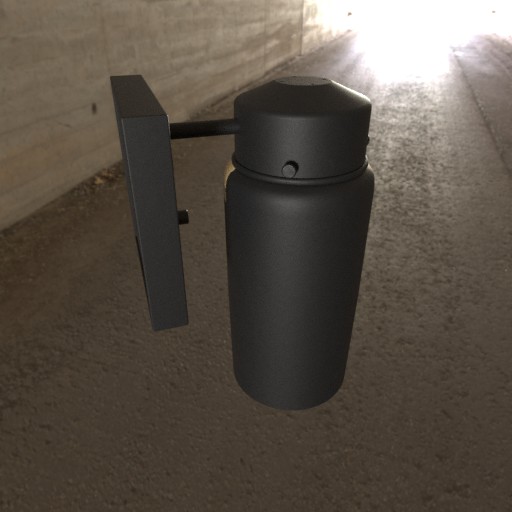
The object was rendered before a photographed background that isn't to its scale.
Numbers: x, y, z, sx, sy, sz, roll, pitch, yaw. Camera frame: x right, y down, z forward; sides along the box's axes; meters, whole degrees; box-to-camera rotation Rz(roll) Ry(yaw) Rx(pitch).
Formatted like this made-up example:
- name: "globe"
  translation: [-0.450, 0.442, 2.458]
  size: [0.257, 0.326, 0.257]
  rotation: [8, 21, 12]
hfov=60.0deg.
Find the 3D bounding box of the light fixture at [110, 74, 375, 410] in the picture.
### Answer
- name: "light fixture"
  translation: [0.000, 0.000, 0.349]
  size: [0.176, 0.257, 0.130]
  rotation: [-9, 32, -15]
